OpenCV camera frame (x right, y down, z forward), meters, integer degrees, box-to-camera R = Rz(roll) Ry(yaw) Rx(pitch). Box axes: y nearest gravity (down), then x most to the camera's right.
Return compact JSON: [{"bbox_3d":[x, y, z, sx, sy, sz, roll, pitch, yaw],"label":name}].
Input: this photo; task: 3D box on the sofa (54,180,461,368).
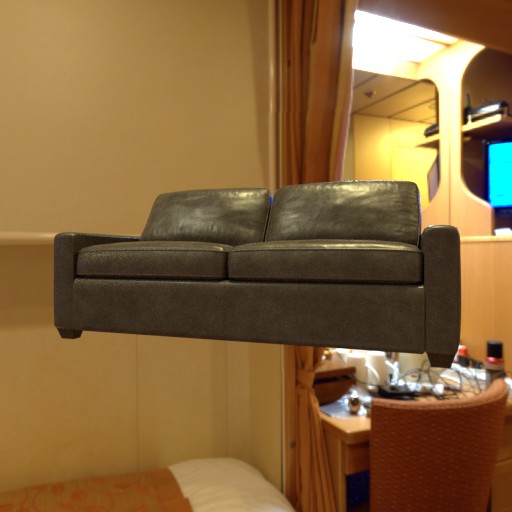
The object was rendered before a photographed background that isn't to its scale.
[{"bbox_3d":[0.000,0.000,2.553,2.081,0.916,0.939,0,0,19],"label":"sofa"}]
